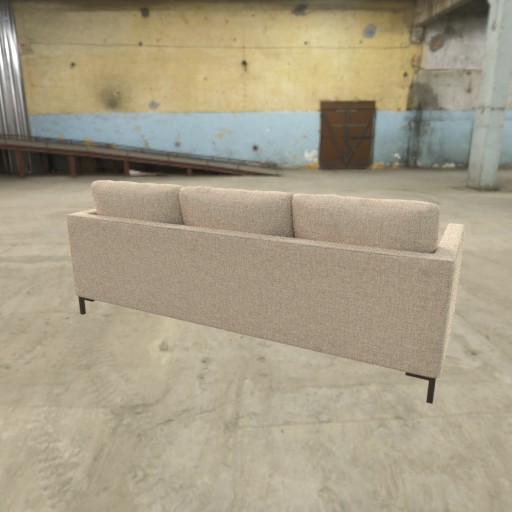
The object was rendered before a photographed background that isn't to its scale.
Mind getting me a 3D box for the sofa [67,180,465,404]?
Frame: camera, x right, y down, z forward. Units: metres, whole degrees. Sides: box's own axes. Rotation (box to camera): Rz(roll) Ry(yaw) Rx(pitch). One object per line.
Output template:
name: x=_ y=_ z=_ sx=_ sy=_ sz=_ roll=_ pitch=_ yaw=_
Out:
sofa: x=0.000 y=0.000 z=2.670 sx=2.218 sy=0.874 sz=0.859 roll=8 pitch=18 yaw=26
